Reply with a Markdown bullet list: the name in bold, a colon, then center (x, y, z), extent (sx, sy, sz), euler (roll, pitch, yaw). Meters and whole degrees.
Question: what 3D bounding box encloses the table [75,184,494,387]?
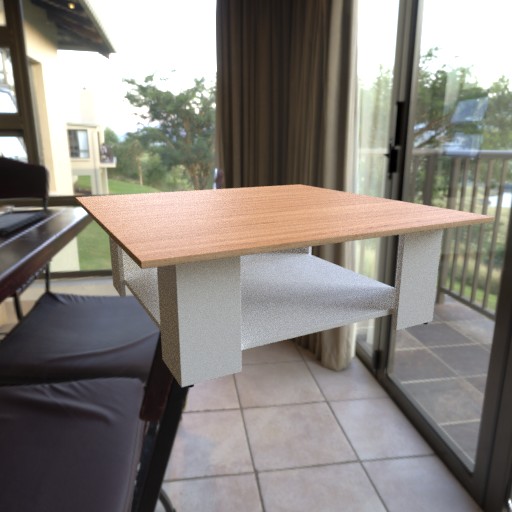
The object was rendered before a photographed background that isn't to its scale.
- **table**: center (0.000, 0.000, 1.336), extent (0.890, 0.305, 0.890), euler (-8, 17, -27)
